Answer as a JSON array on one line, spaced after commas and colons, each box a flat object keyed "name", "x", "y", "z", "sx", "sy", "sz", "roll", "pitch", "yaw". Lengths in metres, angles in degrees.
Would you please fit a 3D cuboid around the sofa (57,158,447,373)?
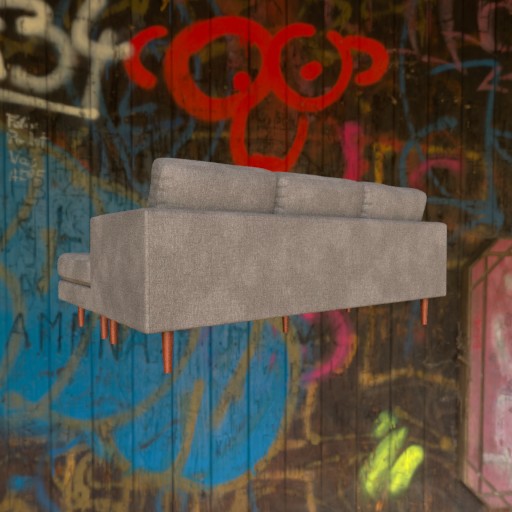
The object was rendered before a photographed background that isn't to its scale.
[{"name": "sofa", "x": 0.000, "y": 0.000, "z": 3.036, "sx": 2.233, "sy": 0.956, "sz": 1.504, "roll": -1, "pitch": 2, "yaw": -37}]
